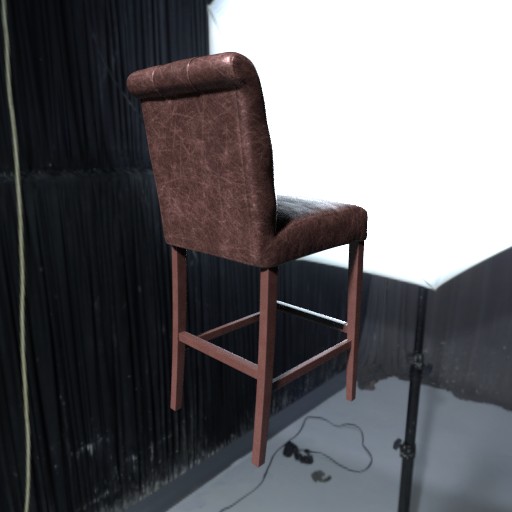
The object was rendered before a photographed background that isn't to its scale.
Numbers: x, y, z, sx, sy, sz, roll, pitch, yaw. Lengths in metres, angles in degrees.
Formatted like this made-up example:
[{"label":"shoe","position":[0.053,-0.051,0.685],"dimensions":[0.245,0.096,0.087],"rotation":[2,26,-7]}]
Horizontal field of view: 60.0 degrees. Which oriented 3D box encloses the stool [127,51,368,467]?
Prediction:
[{"label":"stool","position":[0.000,0.000,1.516],"dimensions":[0.483,1.168,0.659],"rotation":[13,19,43]}]
